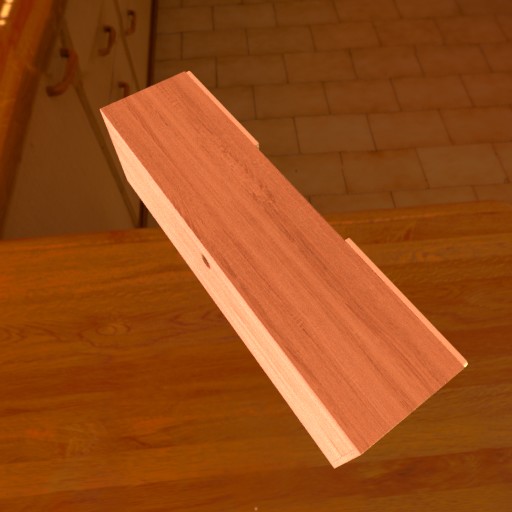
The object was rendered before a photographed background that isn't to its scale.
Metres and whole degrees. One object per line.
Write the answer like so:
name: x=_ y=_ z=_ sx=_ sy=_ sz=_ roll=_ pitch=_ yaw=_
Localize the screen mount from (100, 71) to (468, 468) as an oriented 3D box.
screen mount: x=0.000 y=0.000 z=1.716 sx=0.420 sy=0.570 sz=1.500 roll=-32 pitch=65 yaw=-17
